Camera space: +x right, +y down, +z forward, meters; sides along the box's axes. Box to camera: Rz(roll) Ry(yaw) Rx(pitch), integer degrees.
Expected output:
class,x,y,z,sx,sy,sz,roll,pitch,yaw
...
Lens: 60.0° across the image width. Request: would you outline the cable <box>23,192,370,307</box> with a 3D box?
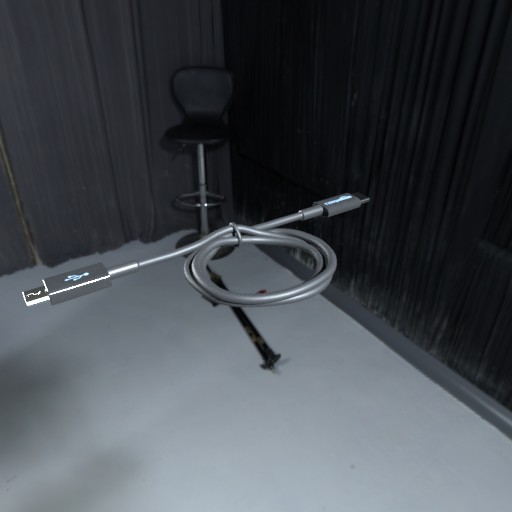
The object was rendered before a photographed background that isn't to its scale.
class,x,y,z,sx,sy,sz,roll,pitch,yaw
cable,0.000,0.000,0.206,0.192,0.014,0.070,-19,36,-28
